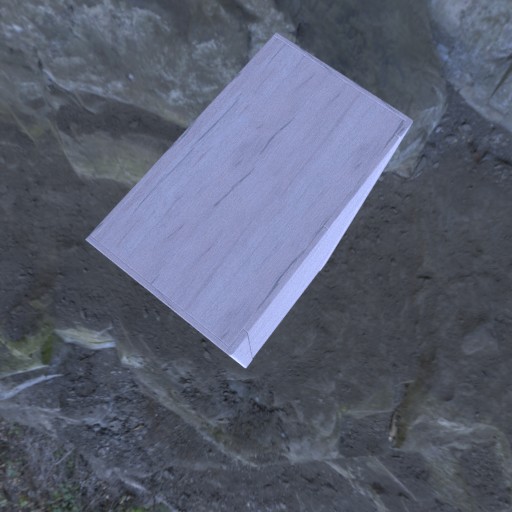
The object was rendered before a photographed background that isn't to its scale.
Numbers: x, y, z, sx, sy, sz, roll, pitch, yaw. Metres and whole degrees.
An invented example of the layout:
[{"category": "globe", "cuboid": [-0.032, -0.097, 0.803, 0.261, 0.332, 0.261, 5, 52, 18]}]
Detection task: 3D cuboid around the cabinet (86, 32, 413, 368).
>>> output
[{"category": "cabinet", "cuboid": [0.000, 0.000, 2.360, 0.580, 1.930, 0.980, 37, 78, 9]}]
